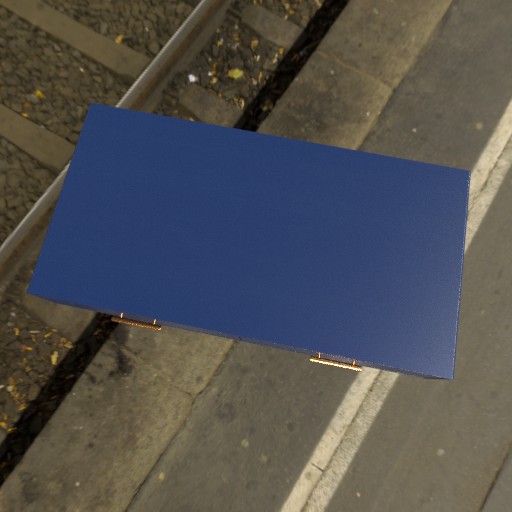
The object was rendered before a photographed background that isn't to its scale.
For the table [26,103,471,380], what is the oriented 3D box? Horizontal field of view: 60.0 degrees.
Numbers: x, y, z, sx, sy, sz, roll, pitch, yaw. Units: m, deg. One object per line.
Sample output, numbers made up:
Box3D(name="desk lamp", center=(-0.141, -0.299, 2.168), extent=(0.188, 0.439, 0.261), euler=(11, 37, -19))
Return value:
Box3D(name="table", center=(0.000, 0.000, 1.363), extent=(1.067, 0.457, 0.572), euler=(11, 75, 3))
